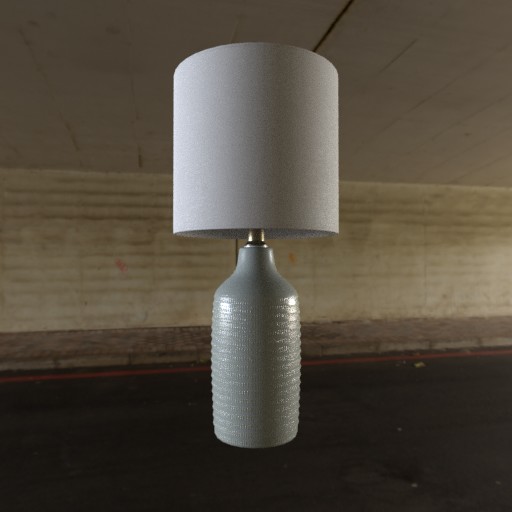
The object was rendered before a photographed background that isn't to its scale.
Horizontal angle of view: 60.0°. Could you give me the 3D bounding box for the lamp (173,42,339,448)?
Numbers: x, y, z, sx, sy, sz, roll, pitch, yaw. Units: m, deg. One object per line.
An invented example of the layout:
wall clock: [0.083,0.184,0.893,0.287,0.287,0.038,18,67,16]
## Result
lamp: [0.000,0.000,0.602,0.220,0.475,0.220,0,-1,19]
